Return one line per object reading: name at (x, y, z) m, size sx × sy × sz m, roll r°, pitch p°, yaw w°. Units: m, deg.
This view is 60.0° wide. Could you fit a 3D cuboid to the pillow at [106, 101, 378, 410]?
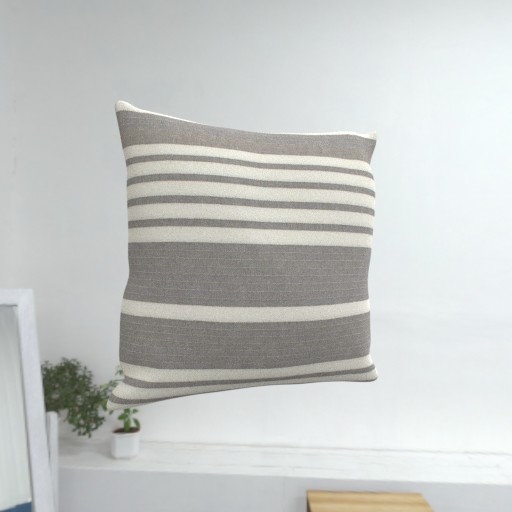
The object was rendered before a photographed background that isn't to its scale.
pillow at (0.000, 0.000, 0.689) m, size 0.439 × 0.440 × 0.182 m, roll 0°, pitch -1°, yaw -18°
